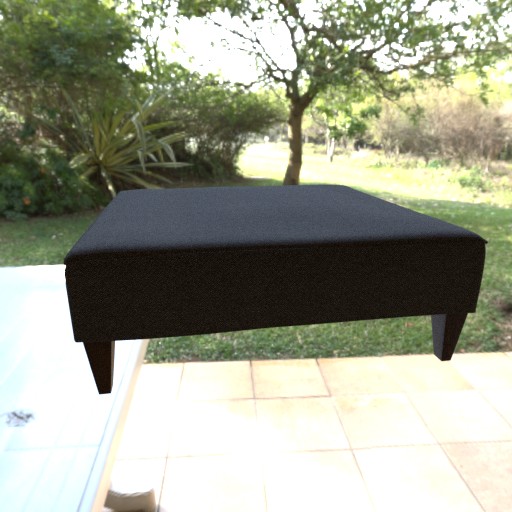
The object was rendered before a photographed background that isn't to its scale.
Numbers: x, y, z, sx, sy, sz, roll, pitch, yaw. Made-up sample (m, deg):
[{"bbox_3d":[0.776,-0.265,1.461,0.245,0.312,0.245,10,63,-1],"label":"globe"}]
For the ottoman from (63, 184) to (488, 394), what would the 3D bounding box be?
[{"bbox_3d":[0.000,0.000,1.474,0.981,0.378,0.970,-3,17,-10],"label":"ottoman"}]
